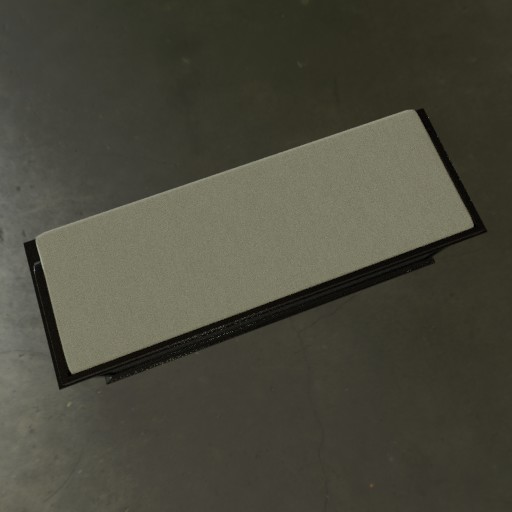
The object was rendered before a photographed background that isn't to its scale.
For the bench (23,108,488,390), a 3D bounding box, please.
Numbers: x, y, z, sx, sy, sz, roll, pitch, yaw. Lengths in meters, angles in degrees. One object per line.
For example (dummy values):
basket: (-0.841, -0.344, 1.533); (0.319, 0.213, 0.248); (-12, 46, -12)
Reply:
bench: (0.000, 0.000, 1.386); (1.185, 0.501, 0.402); (-20, 77, -5)
